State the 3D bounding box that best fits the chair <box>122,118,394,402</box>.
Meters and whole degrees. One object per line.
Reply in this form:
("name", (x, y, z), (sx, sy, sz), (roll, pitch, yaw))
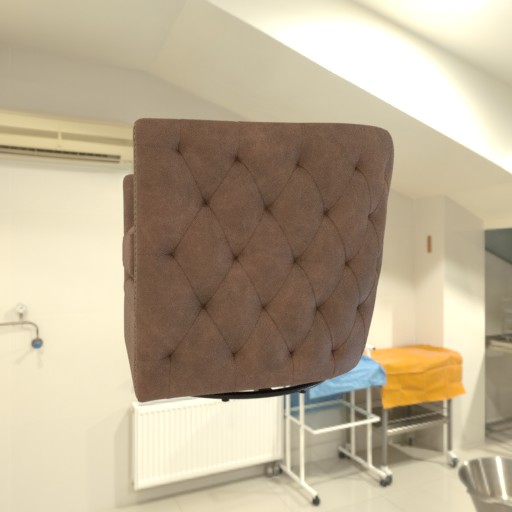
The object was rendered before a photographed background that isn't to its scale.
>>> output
("chair", (0.000, 0.000, 1.531), (0.870, 0.790, 0.850), (0, 0, -18))
